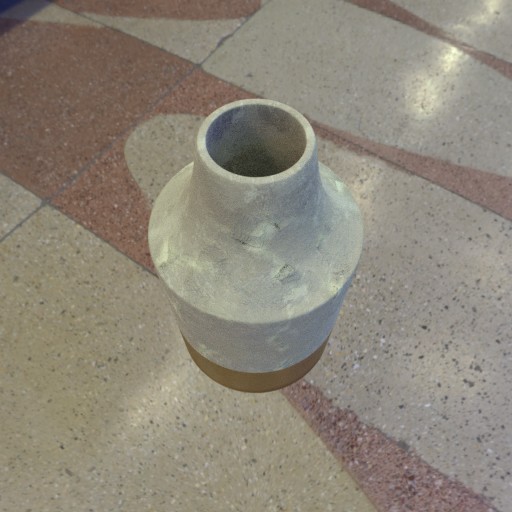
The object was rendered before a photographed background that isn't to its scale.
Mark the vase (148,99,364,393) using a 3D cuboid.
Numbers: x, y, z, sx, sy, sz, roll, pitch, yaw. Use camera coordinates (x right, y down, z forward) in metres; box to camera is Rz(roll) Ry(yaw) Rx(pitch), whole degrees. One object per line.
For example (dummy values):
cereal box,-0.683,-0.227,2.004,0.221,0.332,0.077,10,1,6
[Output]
vase,0.000,0.000,0.424,0.184,0.305,0.184,0,59,0
